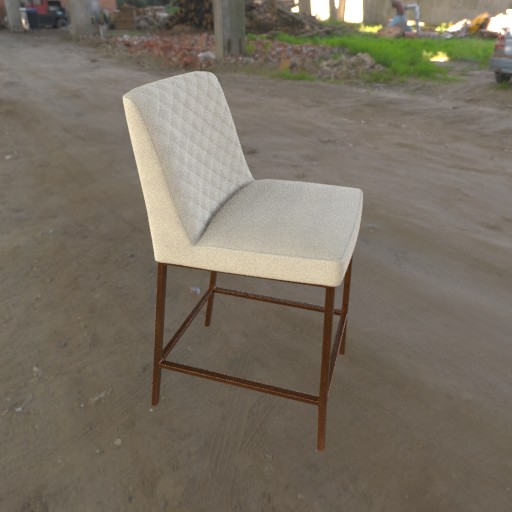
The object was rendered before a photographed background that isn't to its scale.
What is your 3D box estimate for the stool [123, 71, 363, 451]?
[{"bbox_3d":[0.000,0.000,1.322,0.576,0.973,0.507,9,30,15],"label":"stool"}]
